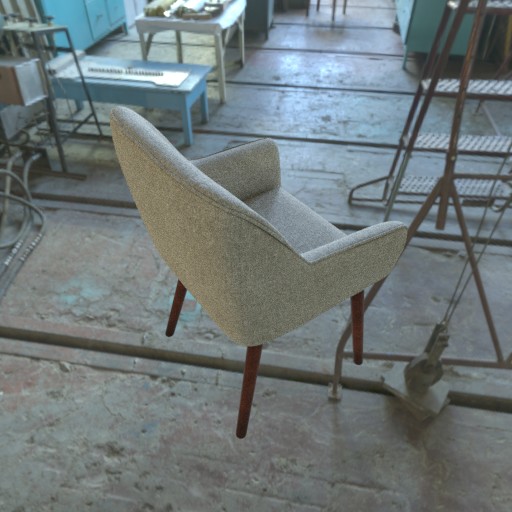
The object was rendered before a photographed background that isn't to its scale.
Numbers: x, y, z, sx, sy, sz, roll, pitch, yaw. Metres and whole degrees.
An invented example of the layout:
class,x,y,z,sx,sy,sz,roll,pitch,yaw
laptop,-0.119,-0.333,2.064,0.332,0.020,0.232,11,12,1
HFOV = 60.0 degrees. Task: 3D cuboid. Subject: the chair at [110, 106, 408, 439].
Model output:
class,x,y,z,sx,sy,sz,roll,pitch,yaw
chair,0.000,0.000,1.180,0.519,0.803,0.543,-26,48,-26
